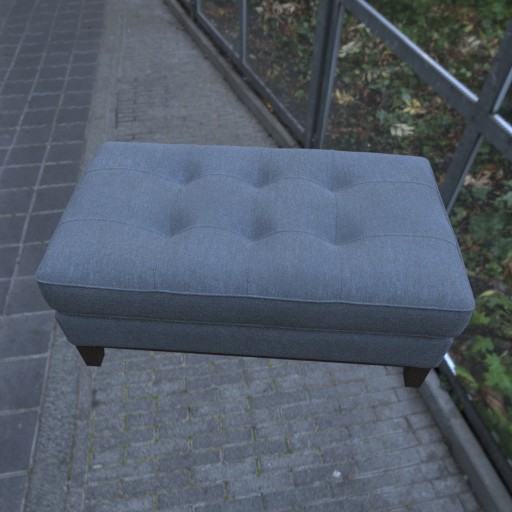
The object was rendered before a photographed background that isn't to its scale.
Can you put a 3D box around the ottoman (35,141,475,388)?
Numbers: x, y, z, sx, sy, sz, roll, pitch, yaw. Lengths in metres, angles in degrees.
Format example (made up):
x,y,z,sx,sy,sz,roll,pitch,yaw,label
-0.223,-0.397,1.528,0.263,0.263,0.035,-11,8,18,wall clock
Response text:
x,y,z,sx,sy,sz,roll,pitch,yaw,label
0.000,0.000,1.453,1.143,0.514,0.648,3,48,3,ottoman
